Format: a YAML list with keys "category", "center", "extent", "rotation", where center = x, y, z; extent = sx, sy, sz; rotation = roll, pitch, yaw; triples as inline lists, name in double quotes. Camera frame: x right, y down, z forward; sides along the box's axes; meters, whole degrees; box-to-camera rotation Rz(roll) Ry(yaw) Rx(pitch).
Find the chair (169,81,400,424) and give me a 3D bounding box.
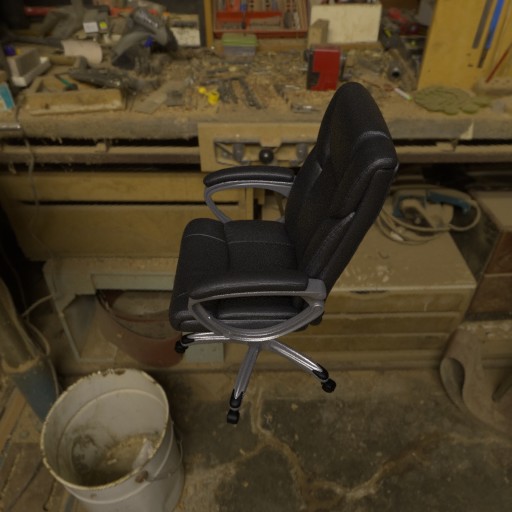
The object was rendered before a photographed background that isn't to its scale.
- category: "chair"
  center: [0.000, 0.000, 1.598]
  extent: [0.719, 1.130, 0.721]
  rotation: [1, 42, 1]
